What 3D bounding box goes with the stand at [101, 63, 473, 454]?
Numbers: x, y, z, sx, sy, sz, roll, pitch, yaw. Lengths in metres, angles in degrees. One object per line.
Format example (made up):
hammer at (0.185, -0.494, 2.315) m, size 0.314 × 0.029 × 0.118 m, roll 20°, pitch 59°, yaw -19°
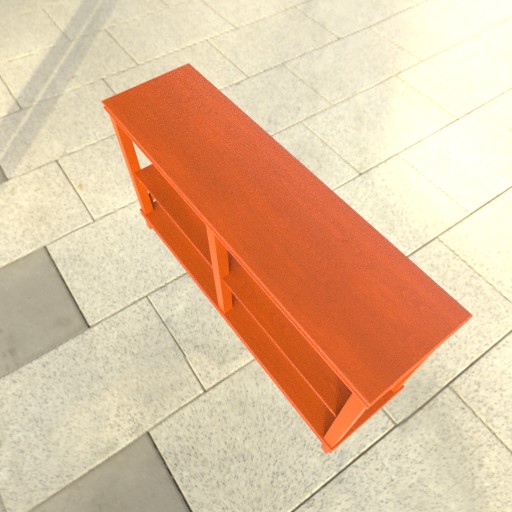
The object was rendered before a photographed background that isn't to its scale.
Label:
stand at (0.000, 0.000, 1.708) m, size 0.381 × 0.762 × 1.372 m, roll -33°, pitch 63°, yaw -19°
